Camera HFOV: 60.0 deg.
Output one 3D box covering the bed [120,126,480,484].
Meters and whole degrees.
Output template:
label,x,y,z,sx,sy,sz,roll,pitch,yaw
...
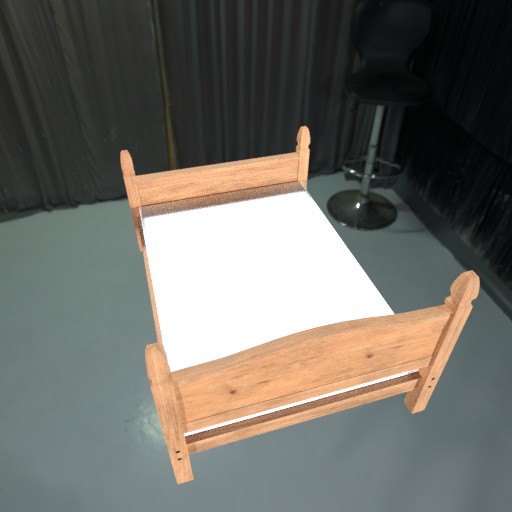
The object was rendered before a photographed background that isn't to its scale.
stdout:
label,x,y,z,sx,sy,sz,roll,pitch,yaw
bed,0.000,0.000,2.882,1.490,1.100,2.069,-11,42,-13
